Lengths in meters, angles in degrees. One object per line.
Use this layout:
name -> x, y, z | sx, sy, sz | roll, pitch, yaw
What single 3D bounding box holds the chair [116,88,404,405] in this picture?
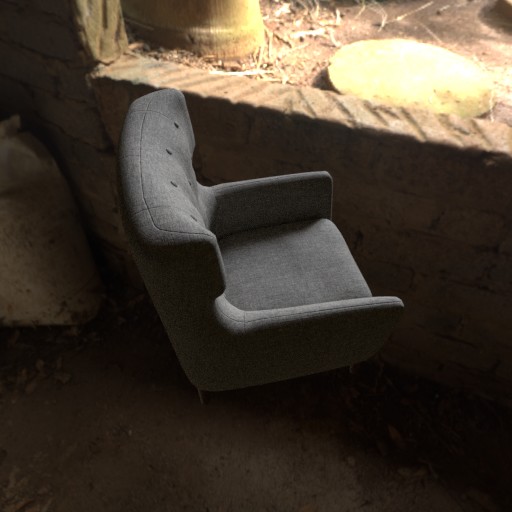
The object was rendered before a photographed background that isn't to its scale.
chair -> 0.000, 0.000, 1.775 | 0.904, 1.063, 0.878 | -9, 47, -9
